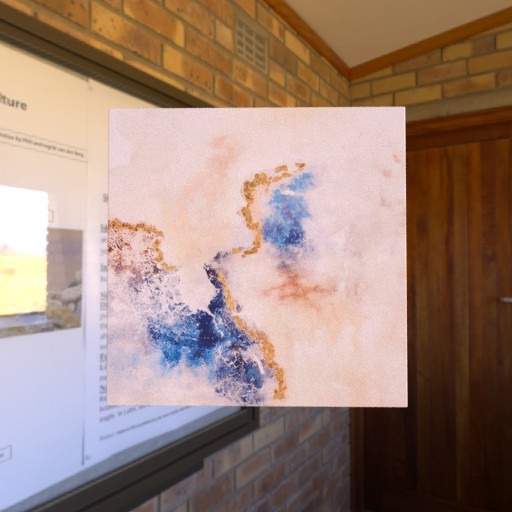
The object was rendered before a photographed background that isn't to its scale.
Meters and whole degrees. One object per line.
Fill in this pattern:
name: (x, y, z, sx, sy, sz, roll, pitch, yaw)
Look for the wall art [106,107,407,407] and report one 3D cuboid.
wall art: (0.000, 0.000, 1.336, 0.889, 0.889, 0.038, 0, -1, 1)
